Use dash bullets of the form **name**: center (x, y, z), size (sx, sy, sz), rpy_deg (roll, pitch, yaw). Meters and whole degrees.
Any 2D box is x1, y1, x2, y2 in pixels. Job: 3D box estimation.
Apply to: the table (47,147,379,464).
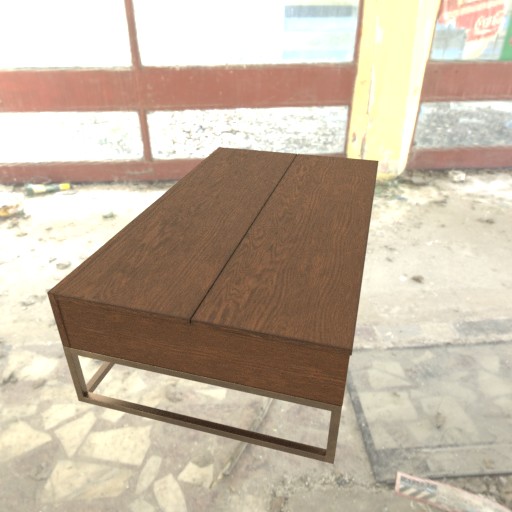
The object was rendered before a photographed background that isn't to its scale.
- **table**: center (0.000, 0.000, 1.517), size (0.719, 0.361, 1.167), rpy_deg (8, 32, 14)
